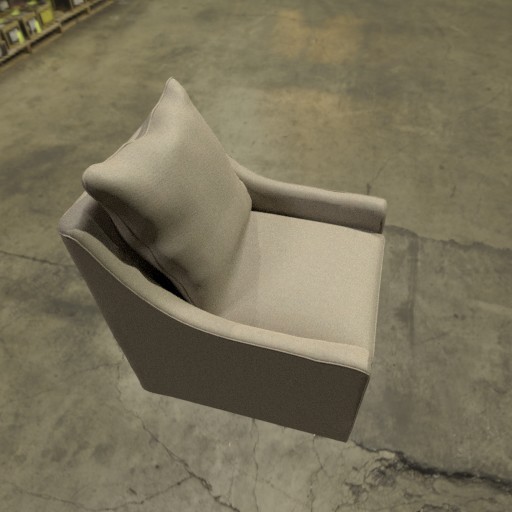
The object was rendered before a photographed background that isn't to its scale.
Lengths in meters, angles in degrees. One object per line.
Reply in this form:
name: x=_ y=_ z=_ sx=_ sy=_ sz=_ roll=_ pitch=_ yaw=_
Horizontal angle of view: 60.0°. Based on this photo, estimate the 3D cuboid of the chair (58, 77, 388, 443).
chair: x=0.000 y=0.000 z=1.534 sx=0.876 sy=0.942 sz=0.760 roll=11 pitch=47 yaw=10
